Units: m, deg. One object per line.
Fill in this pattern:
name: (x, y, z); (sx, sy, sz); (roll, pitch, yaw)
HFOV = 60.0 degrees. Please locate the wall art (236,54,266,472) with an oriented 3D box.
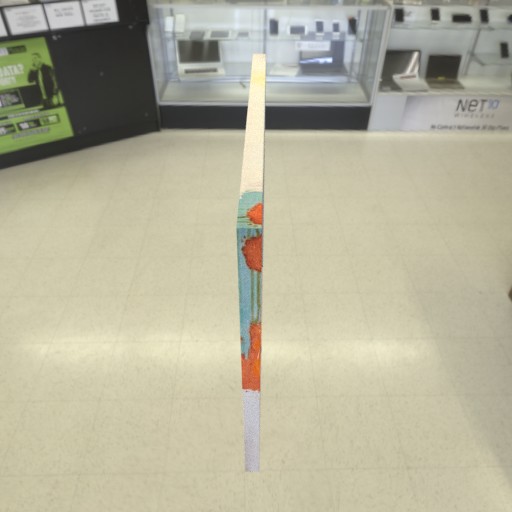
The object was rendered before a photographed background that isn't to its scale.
wall art: (0.000, 0.000, 1.217); (0.037, 0.814, 0.814); (1, 41, 1)
